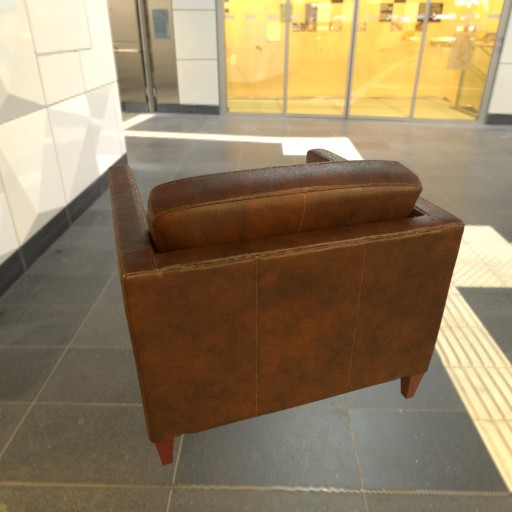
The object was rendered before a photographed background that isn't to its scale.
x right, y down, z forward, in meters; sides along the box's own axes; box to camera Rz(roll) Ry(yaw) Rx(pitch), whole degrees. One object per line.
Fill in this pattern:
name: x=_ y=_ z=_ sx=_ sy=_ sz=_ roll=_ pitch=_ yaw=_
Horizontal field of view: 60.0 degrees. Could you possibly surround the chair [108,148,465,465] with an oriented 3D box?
chair: x=0.000 y=0.000 z=1.694 sx=0.990 sy=0.864 sz=0.975 roll=-9 pitch=29 yaw=-16
